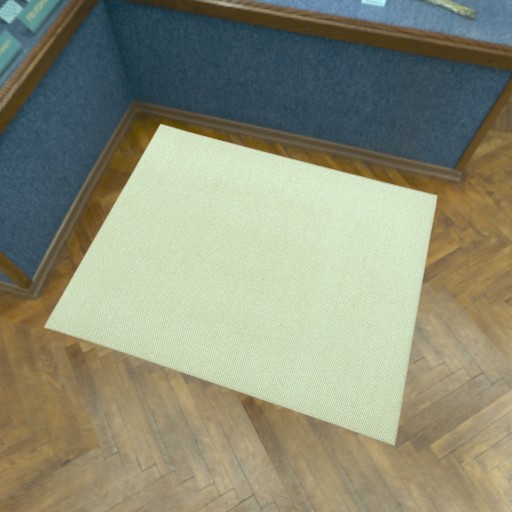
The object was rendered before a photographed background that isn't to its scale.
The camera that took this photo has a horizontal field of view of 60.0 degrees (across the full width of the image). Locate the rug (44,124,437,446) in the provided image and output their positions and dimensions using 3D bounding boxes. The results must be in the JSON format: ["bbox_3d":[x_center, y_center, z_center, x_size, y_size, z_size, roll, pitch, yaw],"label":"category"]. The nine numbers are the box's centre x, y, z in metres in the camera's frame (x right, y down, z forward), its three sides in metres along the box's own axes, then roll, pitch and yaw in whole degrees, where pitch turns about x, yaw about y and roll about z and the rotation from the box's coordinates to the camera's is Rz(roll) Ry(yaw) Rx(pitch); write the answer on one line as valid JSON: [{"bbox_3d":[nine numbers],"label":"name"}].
[{"bbox_3d":[0.000,0.000,4.135,3.039,0.018,2.462,16,64,8],"label":"rug"}]
